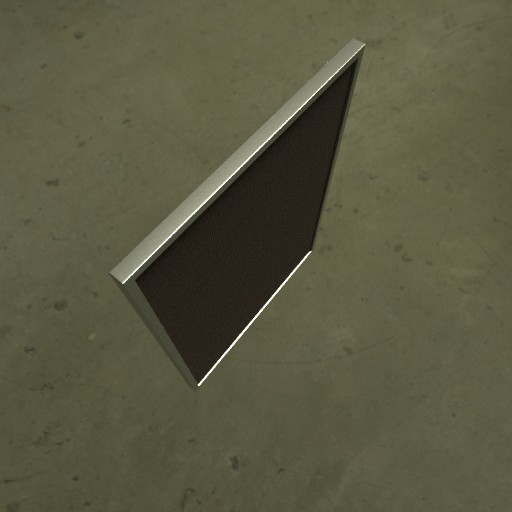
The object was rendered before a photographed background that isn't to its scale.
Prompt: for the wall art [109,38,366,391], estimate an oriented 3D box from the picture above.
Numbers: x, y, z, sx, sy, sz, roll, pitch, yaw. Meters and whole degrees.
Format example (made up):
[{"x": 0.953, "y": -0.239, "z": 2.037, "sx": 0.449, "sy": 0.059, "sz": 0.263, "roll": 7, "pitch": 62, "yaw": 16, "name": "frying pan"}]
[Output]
[{"x": 0.000, "y": 0.000, "z": 1.400, "sx": 0.037, "sy": 1.062, "sz": 0.801, "roll": 35, "pitch": 68, "yaw": 16, "name": "wall art"}]
